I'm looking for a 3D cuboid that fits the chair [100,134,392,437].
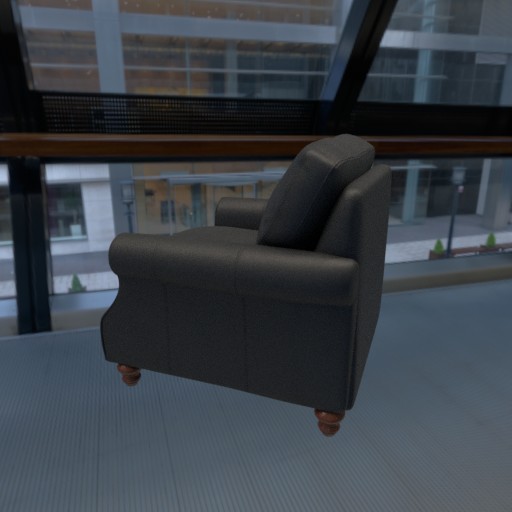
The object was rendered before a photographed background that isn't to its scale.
[{"bbox_3d":[0.000,0.000,1.820,1.027,0.960,1.015,8,19,25],"label":"chair"}]
